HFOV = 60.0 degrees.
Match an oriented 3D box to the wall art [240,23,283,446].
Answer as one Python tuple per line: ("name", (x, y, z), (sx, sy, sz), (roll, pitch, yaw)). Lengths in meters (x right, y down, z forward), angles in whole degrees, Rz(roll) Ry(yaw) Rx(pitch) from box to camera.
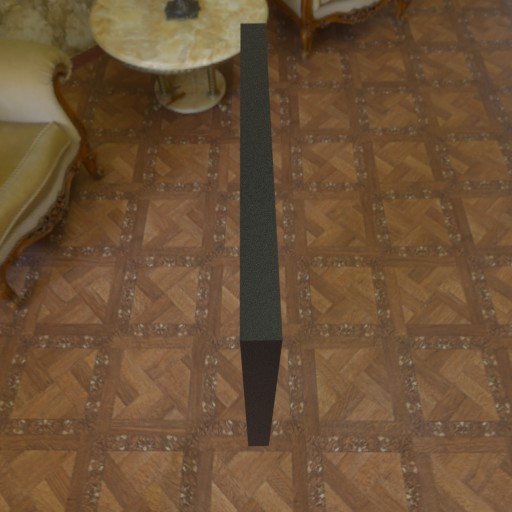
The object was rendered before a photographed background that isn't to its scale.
("wall art", (0.000, 0.000, 0.744), (0.038, 0.508, 0.508), (-1, 57, -1))
